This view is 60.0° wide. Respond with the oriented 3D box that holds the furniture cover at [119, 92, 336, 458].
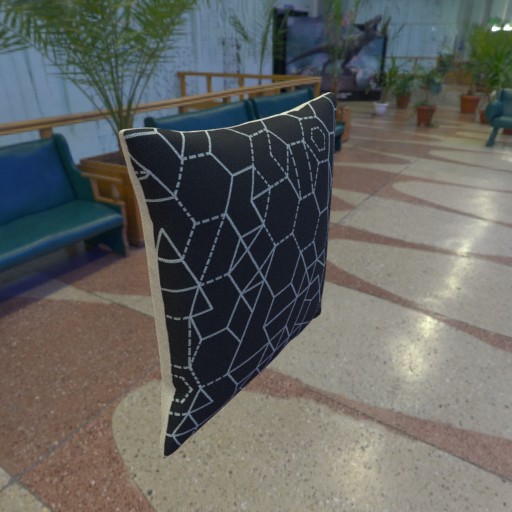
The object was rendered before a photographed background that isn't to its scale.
[{"bbox_3d":[0.000,0.000,0.782,0.158,0.508,0.517,17,31,31],"label":"furniture cover"}]
